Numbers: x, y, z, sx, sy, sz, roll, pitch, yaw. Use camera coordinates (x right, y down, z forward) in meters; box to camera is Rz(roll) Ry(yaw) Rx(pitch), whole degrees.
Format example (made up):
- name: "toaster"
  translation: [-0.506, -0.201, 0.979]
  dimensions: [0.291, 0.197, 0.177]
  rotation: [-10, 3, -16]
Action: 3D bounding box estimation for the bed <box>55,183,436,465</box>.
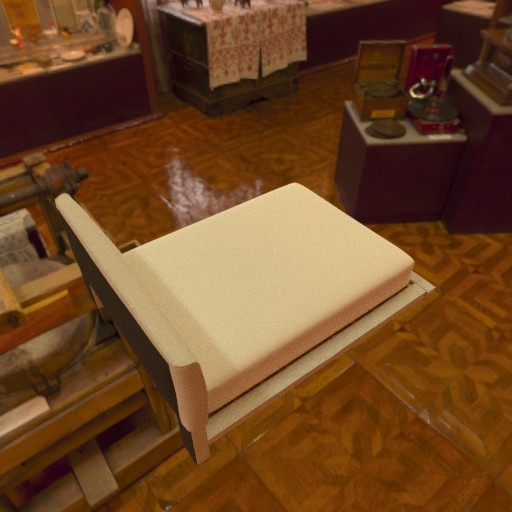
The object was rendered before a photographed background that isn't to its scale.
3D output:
- name: "bed"
  translation: [0.000, 0.000, 3.486]
  dimensions: [2.368, 1.067, 1.840]
  rotation: [-26, 48, -27]
